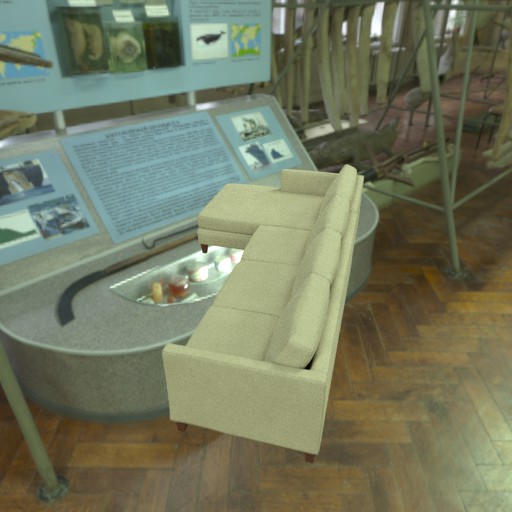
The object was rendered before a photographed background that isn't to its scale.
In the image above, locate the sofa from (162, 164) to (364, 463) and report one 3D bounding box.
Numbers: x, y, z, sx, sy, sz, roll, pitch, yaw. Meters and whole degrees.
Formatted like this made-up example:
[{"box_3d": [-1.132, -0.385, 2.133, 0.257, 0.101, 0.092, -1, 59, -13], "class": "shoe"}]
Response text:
[{"box_3d": [0.000, 0.000, 3.889, 1.625, 0.846, 3.186, 8, 31, 13], "class": "sofa"}]
